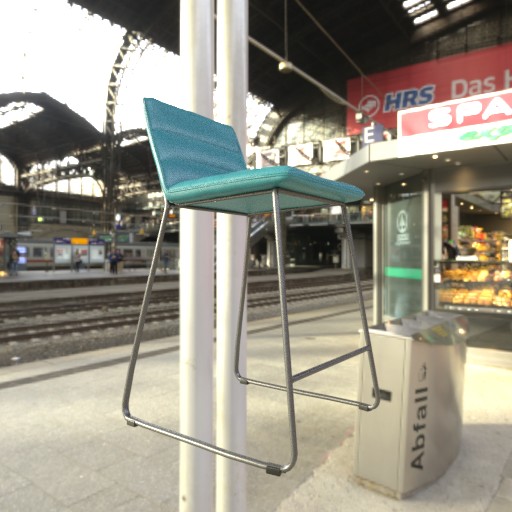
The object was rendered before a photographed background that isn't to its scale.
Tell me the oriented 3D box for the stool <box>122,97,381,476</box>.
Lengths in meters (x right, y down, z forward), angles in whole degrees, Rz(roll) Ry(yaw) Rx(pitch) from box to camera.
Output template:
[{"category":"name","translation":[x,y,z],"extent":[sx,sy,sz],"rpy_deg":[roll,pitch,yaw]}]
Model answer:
[{"category":"stool","translation":[0.000,0.000,1.195],"extent":[0.524,0.866,0.489],"rpy_deg":[0,0,37]}]
